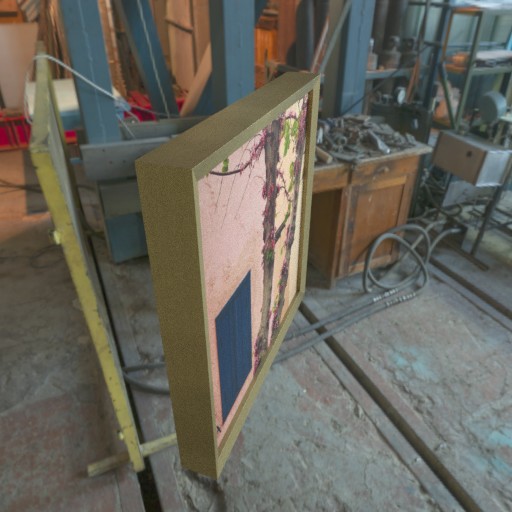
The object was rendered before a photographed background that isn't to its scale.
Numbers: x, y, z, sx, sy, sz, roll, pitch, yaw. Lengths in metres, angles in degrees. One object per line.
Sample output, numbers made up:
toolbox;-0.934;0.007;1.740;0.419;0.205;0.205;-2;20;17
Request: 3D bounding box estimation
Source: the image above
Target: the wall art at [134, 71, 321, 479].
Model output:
wall art;0.000;0.000;0.457;0.038;0.305;0.304;11;34;17
